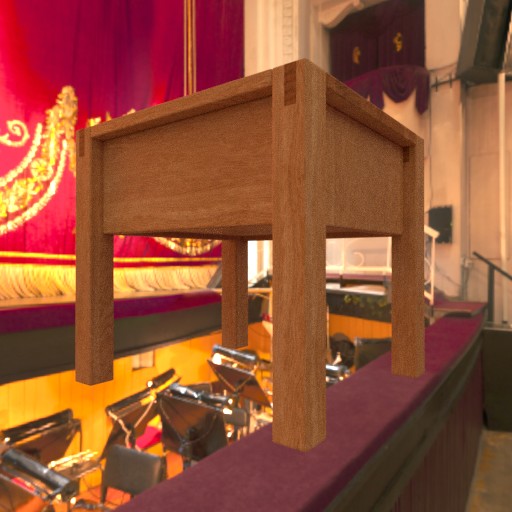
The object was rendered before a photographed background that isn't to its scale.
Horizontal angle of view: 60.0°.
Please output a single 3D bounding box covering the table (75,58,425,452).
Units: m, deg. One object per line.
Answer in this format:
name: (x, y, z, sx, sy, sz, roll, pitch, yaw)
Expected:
table: (0.000, 0.000, 0.823, 0.480, 0.450, 0.440, 0, 0, 37)
